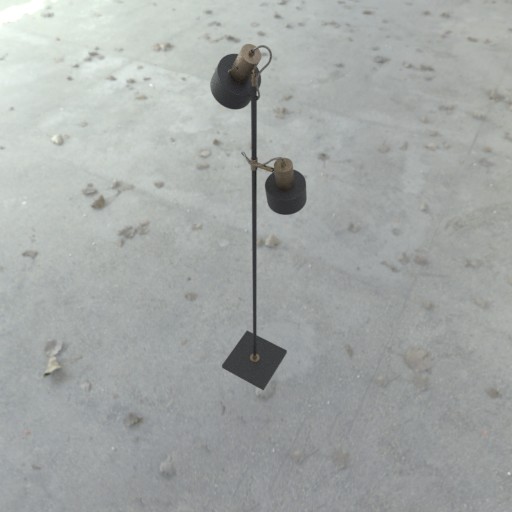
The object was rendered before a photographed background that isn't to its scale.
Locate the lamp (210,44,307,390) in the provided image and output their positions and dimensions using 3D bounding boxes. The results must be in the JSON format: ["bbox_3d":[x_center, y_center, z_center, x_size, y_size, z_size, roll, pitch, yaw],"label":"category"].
[{"bbox_3d":[0.000,0.000,1.627,0.315,1.505,0.233,23,51,20],"label":"lamp"}]
